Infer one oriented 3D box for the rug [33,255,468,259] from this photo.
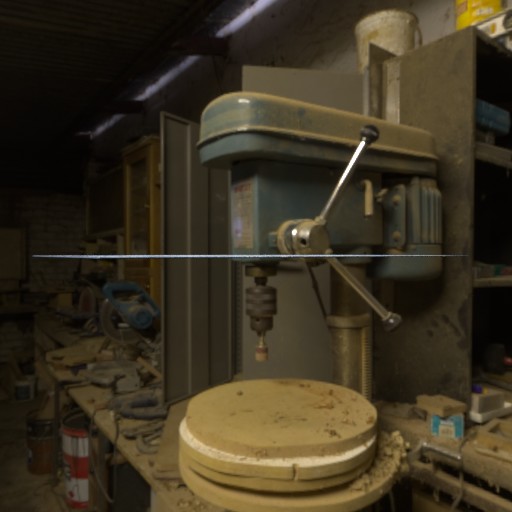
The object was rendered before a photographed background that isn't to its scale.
[{"bbox_3d":[0.000,0.000,2.919,2.440,0.007,1.525,0,0,-35],"label":"rug"}]
